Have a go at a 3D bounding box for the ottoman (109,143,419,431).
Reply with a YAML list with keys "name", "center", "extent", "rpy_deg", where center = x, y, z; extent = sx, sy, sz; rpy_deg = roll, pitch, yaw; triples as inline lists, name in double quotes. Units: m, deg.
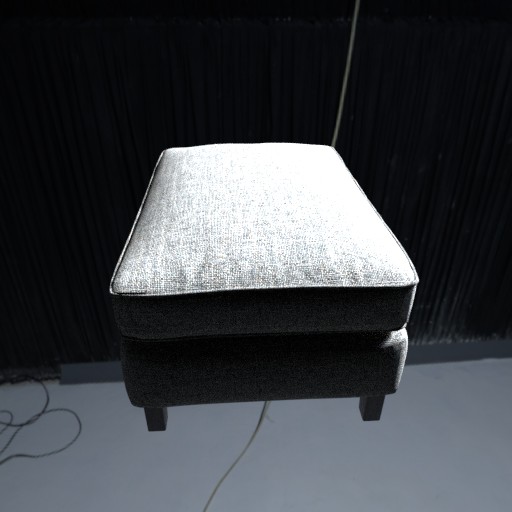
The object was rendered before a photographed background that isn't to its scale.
- name: "ottoman"
  center: [0.000, 0.000, 0.999]
  extent: [0.508, 0.406, 0.686]
  rpy_deg: [-2, 31, -3]
